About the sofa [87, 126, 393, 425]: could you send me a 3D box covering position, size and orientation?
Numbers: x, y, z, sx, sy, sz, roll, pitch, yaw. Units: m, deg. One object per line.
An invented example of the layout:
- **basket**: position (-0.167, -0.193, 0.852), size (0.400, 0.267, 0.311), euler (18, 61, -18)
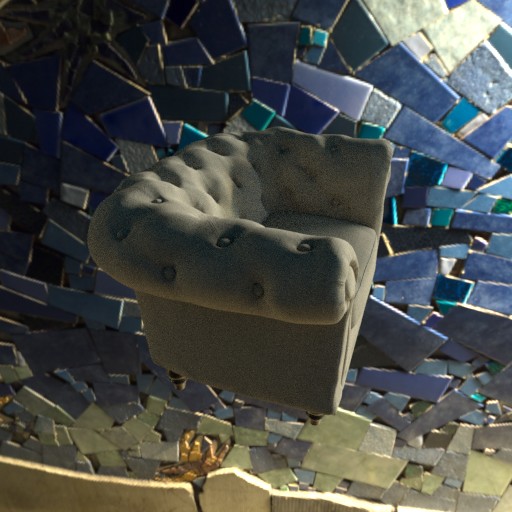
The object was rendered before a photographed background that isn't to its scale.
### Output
- **sofa**: position (0.000, 0.000, 2.005), size (1.034, 0.878, 1.405), euler (11, 32, 18)
